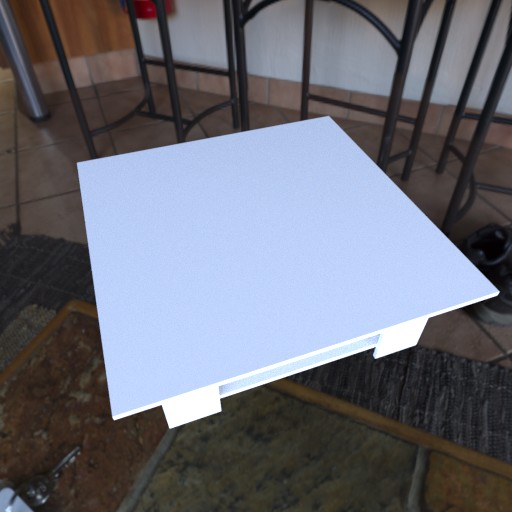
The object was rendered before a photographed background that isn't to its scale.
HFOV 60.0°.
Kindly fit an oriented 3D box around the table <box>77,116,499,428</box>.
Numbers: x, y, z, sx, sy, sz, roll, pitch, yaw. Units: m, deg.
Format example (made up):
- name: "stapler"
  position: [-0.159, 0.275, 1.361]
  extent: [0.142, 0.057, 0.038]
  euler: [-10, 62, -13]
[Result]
- name: "table"
  position: [0.000, 0.000, 1.332]
  extent: [0.890, 0.305, 0.890]
  euler: [-14, 47, -14]
